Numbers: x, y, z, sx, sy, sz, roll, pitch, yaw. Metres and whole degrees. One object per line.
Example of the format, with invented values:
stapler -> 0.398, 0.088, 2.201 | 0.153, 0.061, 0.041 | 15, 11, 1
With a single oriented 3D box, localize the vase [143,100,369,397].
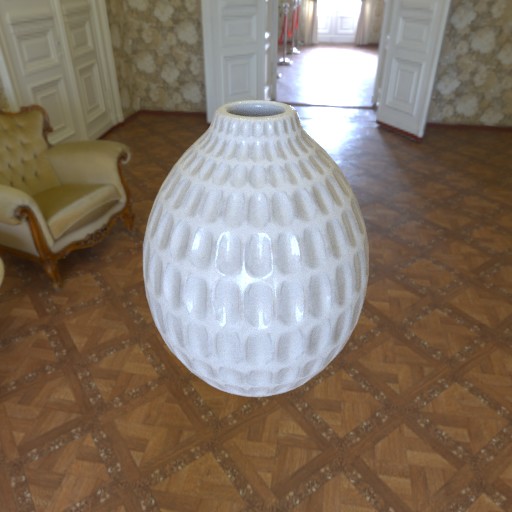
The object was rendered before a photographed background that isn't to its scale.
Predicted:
vase -> 0.000, 0.000, 0.256 | 0.128, 0.167, 0.128 | 0, 32, 0
